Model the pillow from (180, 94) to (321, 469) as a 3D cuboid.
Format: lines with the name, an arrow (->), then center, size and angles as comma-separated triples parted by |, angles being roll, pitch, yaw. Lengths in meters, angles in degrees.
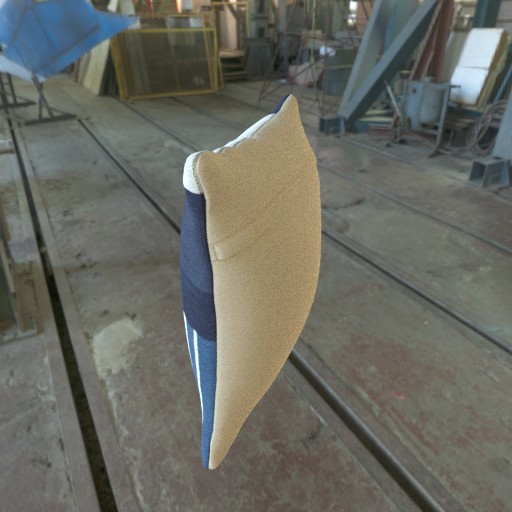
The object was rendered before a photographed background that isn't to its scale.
pillow -> 0.000, 0.000, 0.810 | 0.229, 0.506, 0.536 | 8, 30, 14
